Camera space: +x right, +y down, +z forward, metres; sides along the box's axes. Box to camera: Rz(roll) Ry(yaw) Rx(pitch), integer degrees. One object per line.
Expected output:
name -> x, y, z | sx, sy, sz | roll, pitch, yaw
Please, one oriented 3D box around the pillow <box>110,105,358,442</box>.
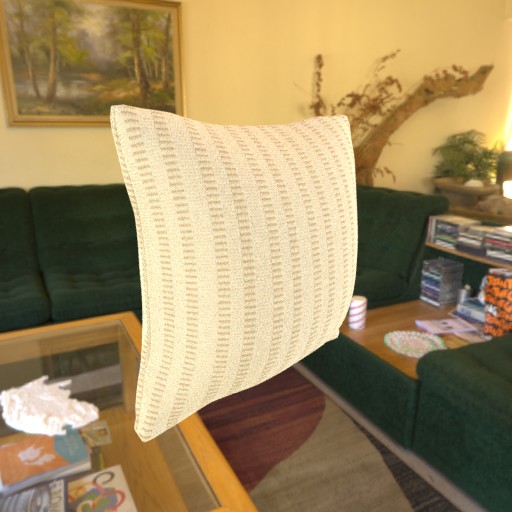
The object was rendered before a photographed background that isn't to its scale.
pillow -> 0.000, 0.000, 0.669 | 0.438, 0.419, 0.247 | -15, 22, -43
